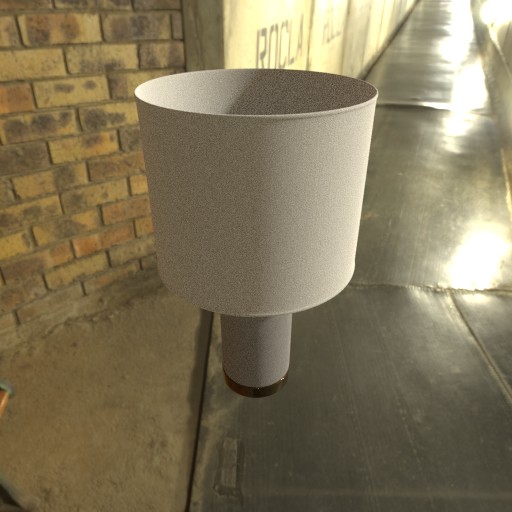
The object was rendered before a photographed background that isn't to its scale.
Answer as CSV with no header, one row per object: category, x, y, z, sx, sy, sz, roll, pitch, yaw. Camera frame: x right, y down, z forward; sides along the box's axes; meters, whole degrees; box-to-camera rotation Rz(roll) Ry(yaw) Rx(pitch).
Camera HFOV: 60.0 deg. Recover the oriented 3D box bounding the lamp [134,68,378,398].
lamp,0.000,0.000,0.524,0.229,0.380,0.229,0,31,0
